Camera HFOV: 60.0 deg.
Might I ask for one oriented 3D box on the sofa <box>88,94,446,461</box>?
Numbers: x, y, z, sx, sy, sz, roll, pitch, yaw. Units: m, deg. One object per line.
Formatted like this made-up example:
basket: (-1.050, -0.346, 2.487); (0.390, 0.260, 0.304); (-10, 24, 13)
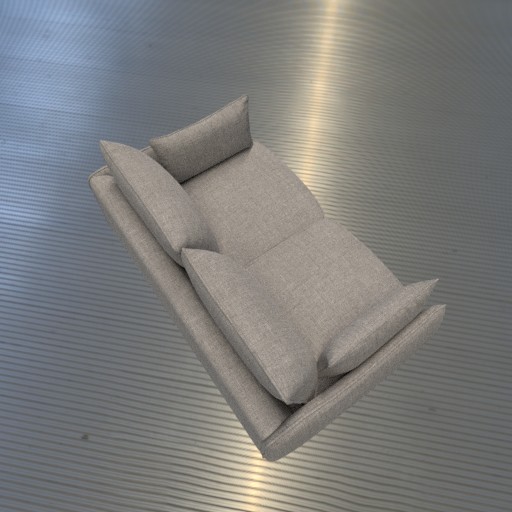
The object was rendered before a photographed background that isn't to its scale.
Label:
sofa: (0.000, 0.000, 2.138); (0.972, 0.851, 1.580); (-32, 65, -17)
